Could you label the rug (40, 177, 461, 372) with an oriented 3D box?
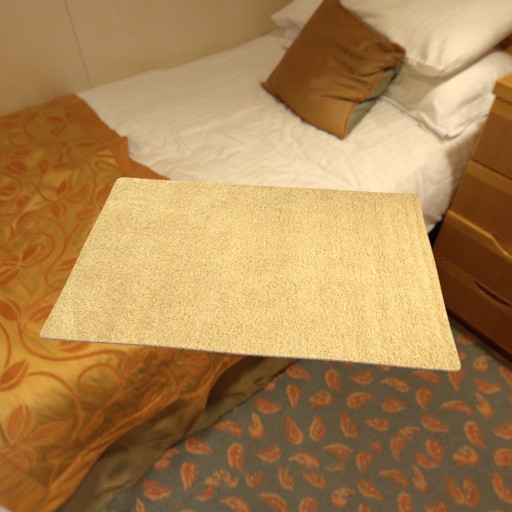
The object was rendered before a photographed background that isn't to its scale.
[{"bbox_3d":[0.000,0.000,2.957,2.349,0.025,1.500,4,47,4],"label":"rug"}]
